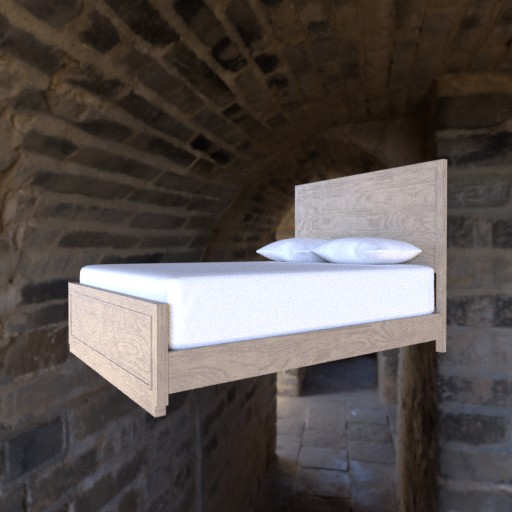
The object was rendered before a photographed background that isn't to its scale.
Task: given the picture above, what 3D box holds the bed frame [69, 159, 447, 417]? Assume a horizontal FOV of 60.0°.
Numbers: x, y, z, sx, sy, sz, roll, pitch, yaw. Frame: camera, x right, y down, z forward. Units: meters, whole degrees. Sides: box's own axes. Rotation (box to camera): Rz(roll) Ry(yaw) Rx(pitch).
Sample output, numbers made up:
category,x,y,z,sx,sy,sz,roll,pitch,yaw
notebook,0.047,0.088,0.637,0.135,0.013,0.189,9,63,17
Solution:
category,x,y,z,sx,sy,sz,roll,pitch,yaw
bed frame,0.000,0.000,3.177,2.189,1.369,1.606,-1,1,-35
